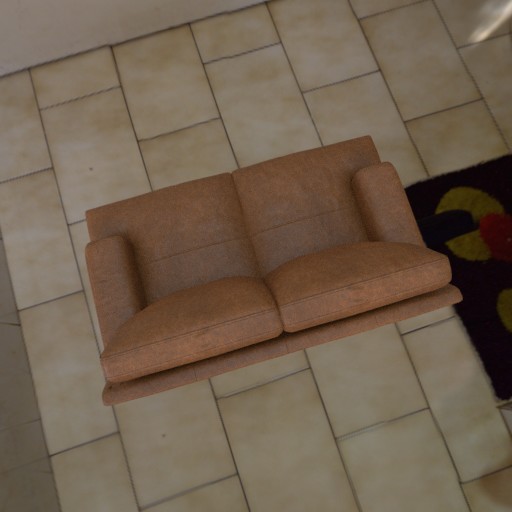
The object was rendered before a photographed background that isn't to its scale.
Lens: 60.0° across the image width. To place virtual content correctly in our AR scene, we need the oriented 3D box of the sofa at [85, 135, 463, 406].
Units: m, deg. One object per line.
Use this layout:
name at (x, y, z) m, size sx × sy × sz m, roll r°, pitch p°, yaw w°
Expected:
sofa at (0.000, 0.000, 2.517) m, size 1.880 × 0.966 × 1.144 m, roll -16°, pitch 77°, yaw -4°
